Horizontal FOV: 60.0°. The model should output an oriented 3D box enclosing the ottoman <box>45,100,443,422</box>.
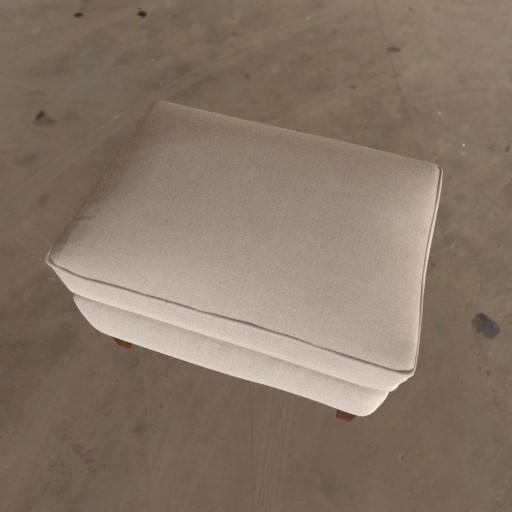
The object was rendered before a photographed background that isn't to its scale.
[{"bbox_3d":[0.000,0.000,0.971,0.665,0.456,0.501,16,60,9],"label":"ottoman"}]
